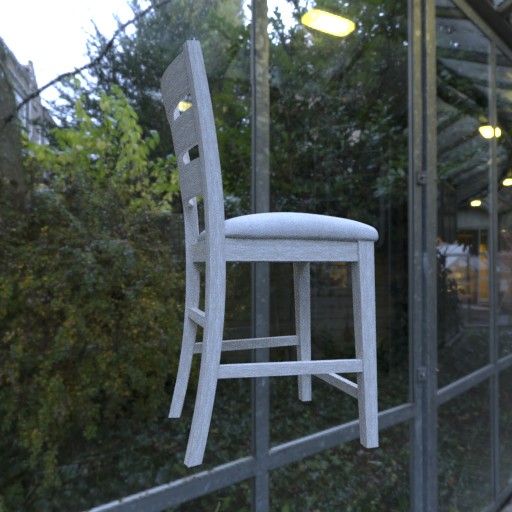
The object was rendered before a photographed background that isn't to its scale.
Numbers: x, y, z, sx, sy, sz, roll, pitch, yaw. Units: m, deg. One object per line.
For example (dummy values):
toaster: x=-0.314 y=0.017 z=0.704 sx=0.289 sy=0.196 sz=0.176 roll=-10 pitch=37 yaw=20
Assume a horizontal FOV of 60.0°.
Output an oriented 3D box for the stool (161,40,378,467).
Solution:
stool: x=0.000 y=0.000 z=1.339 sx=0.569 sy=1.032 sz=0.484 roll=0 pitch=-1 yaw=-17
